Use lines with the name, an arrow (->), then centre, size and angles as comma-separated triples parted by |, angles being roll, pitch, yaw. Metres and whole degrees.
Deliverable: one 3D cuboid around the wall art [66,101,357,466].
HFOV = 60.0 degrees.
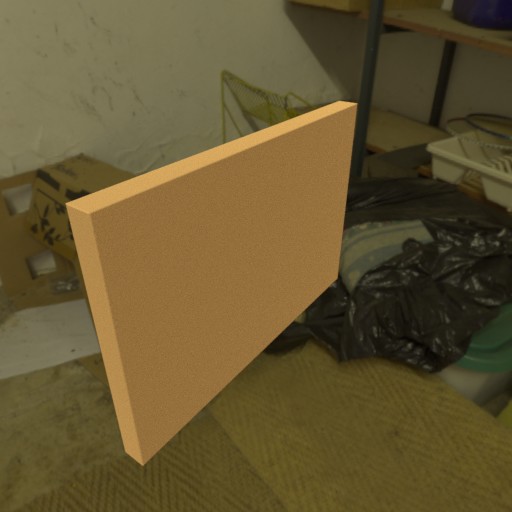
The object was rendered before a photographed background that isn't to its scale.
wall art -> 0.000, 0.000, 0.762 | 0.039, 0.407, 0.609 | 21, 37, 31
